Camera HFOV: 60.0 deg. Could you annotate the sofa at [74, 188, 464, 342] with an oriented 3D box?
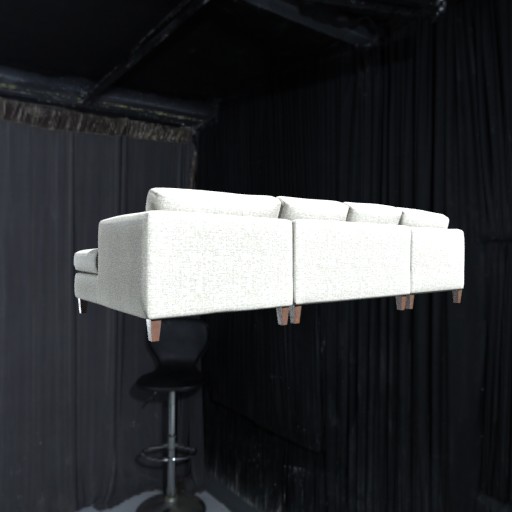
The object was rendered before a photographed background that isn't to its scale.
[{"bbox_3d":[0.000,0.000,4.540,3.460,0.959,2.593,0,1,-36],"label":"sofa"}]
